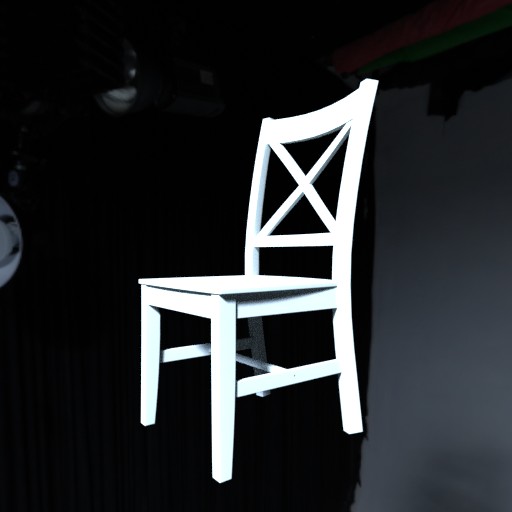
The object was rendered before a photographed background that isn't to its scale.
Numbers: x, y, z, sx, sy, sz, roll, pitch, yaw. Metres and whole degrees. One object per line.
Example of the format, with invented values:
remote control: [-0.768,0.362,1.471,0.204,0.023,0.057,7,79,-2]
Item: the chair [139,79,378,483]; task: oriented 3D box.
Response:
chair: [0.000,0.000,1.288,0.542,0.983,0.485,0,0,-37]
